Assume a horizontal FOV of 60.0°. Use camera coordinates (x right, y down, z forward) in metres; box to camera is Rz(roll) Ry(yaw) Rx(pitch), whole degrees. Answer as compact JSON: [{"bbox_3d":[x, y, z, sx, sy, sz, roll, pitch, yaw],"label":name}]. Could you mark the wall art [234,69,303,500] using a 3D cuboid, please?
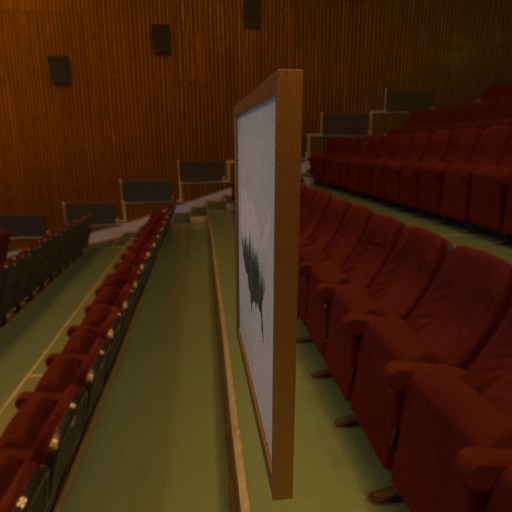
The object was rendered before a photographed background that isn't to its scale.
[{"bbox_3d":[0.000,0.000,1.113,0.038,0.762,0.762,-2,15,-7],"label":"wall art"}]
